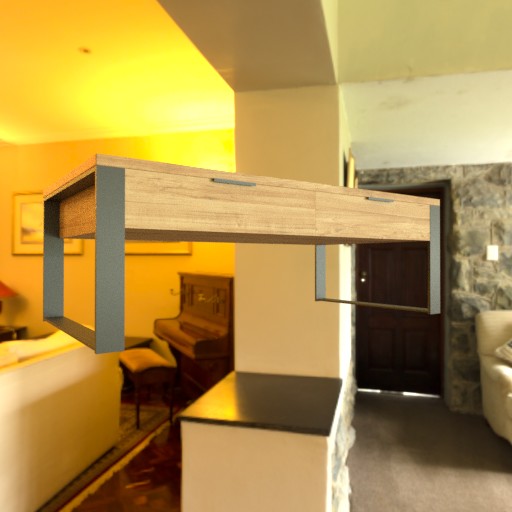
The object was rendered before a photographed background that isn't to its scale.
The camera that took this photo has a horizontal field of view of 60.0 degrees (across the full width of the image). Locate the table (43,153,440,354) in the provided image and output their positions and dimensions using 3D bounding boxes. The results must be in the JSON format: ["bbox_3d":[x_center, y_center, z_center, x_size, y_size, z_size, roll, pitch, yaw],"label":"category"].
[{"bbox_3d":[0.000,0.000,1.454,1.180,0.400,0.590,0,-1,-35],"label":"table"}]
